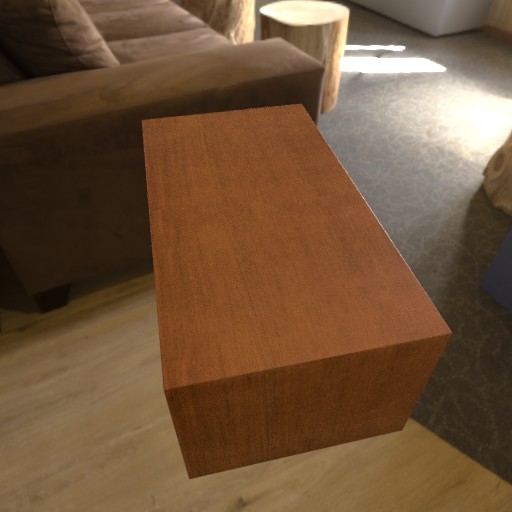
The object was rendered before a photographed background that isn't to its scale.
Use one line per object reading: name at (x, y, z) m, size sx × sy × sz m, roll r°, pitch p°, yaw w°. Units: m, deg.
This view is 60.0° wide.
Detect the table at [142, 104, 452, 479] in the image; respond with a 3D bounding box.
table at (0.000, 0.000, 1.300) m, size 0.549 × 0.419 × 1.000 m, roll -9°, pitch 45°, yaw -9°
